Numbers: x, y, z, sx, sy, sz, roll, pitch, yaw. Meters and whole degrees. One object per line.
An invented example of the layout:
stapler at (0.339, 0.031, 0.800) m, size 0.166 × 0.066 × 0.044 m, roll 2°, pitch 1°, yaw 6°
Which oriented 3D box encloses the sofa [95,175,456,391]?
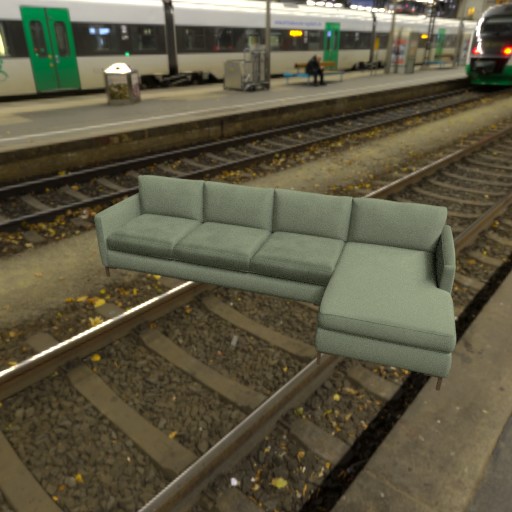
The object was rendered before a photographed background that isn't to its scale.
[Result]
sofa at (0.000, 0.000, 3.290) m, size 2.725 × 0.756 × 1.255 m, roll 9°, pitch 27°, yaw 18°
